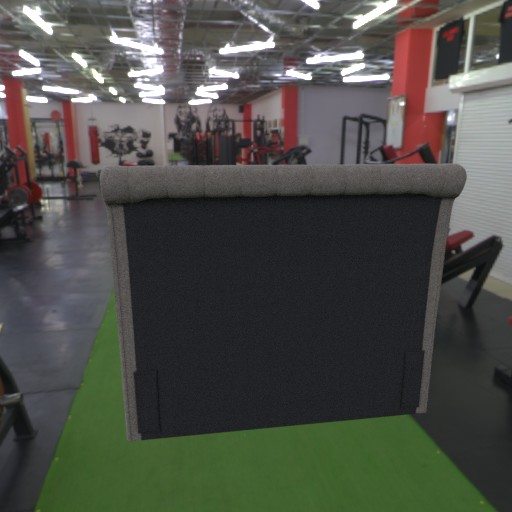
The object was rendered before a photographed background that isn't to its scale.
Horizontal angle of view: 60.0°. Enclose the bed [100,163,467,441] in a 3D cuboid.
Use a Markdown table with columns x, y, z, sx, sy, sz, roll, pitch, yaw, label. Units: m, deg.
| x | y | z | sx | sy | sz | roll | pitch | yaw | label |
| --- | --- | --- | --- | --- | --- | --- | --- | --- | --- |
| 0.000 | 0.000 | 3.167 | 1.645 | 1.371 | 2.252 | -2 | 14 | -9 | bed |
